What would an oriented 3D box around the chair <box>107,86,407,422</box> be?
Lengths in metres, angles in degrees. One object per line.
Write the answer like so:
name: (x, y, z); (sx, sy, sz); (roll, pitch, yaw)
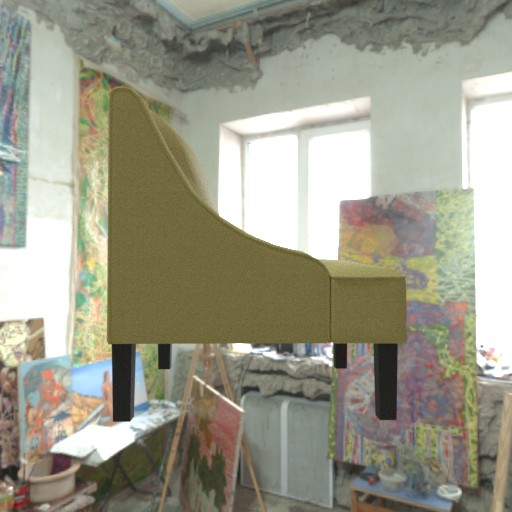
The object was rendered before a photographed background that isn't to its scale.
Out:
chair: (0.000, 0.000, 1.515); (0.814, 0.896, 0.696); (0, -1, -1)
